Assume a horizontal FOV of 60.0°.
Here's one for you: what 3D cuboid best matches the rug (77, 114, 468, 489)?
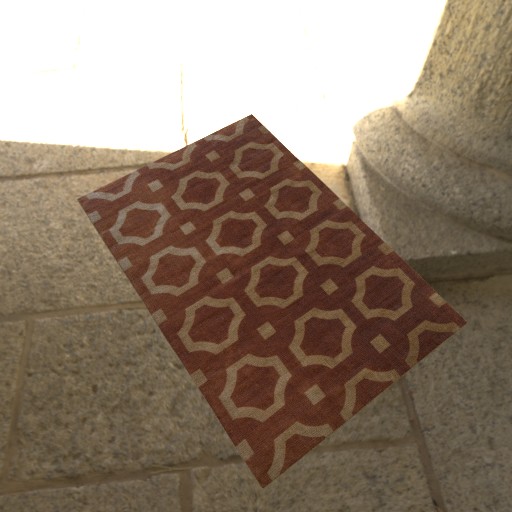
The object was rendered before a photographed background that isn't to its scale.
[{"bbox_3d":[0.000,0.000,2.950,1.555,0.016,2.286,-31,64,-18],"label":"rug"}]
